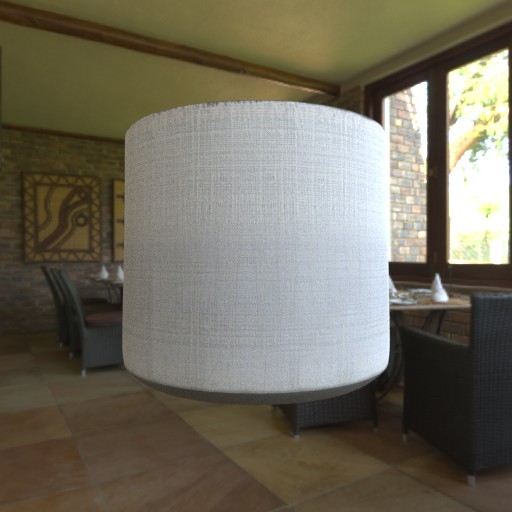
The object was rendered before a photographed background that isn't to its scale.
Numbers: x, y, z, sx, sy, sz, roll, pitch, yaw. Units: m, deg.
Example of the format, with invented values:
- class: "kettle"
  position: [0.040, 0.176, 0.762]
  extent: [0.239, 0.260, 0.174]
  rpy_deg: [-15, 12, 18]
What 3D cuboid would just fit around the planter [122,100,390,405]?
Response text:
- class: "planter"
  position: [0.000, 0.000, 0.391]
  extent: [0.226, 0.201, 0.226]
  rpy_deg: [0, 0, 0]
